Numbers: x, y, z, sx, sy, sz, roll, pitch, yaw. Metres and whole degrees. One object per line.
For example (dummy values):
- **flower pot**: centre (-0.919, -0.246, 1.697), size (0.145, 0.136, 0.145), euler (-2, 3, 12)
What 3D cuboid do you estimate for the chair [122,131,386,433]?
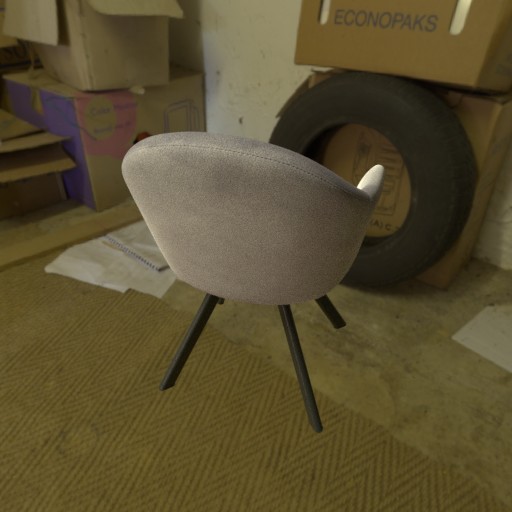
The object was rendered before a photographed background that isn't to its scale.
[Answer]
- **chair**: centre (0.000, 0.000, 1.146), size (0.570, 0.780, 0.540), euler (10, 34, 15)
